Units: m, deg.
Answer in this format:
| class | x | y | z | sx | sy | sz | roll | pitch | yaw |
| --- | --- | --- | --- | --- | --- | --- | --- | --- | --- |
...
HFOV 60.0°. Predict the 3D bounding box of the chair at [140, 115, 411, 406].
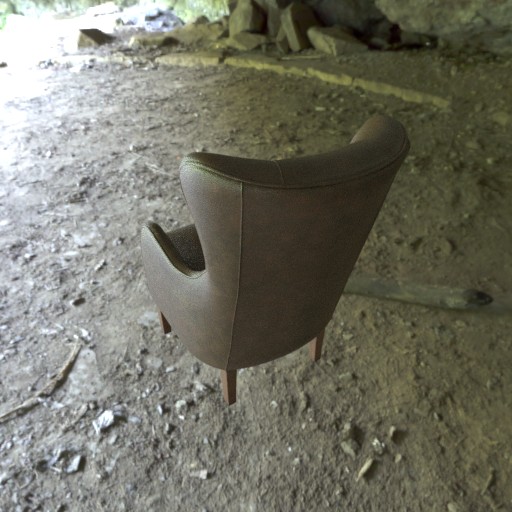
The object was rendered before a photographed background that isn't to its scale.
| class | x | y | z | sx | sy | sz | roll | pitch | yaw |
| --- | --- | --- | --- | --- | --- | --- | --- | --- | --- |
| chair | 0.000 | 0.000 | 1.648 | 0.692 | 1.048 | 0.914 | -19 | 37 | -27 |
